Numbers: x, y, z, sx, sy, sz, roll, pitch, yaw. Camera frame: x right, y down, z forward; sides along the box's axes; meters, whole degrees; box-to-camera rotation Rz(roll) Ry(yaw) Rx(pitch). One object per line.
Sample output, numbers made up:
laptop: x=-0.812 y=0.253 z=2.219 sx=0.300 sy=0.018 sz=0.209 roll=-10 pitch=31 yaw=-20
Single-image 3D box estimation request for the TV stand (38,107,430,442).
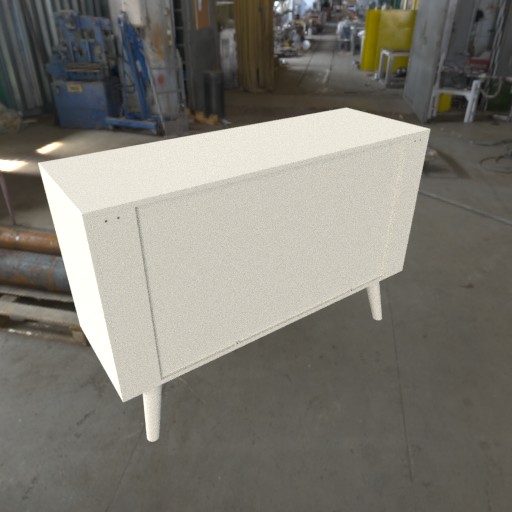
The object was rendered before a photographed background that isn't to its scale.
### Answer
TV stand: x=0.000 y=0.000 z=1.589 sx=1.193 sy=0.812 sz=0.406 roll=-20 pitch=36 yaw=-30
